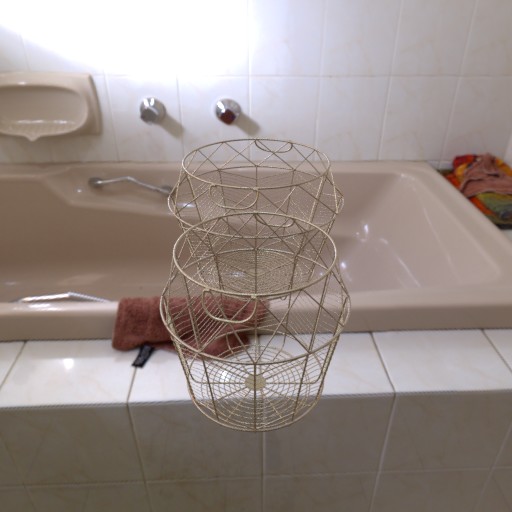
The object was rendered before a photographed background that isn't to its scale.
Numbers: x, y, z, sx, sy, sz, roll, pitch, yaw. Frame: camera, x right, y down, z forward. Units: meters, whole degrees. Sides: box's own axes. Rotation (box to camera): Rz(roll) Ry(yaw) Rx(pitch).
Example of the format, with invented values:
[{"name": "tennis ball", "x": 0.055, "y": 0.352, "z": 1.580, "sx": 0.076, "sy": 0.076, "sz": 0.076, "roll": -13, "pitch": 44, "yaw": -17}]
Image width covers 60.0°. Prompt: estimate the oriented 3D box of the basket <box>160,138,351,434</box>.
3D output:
[{"name": "basket", "x": 0.000, "y": 0.000, "z": 1.034, "sx": 0.451, "sy": 0.343, "sz": 0.805, "roll": 0, "pitch": 31, "yaw": 0}]
